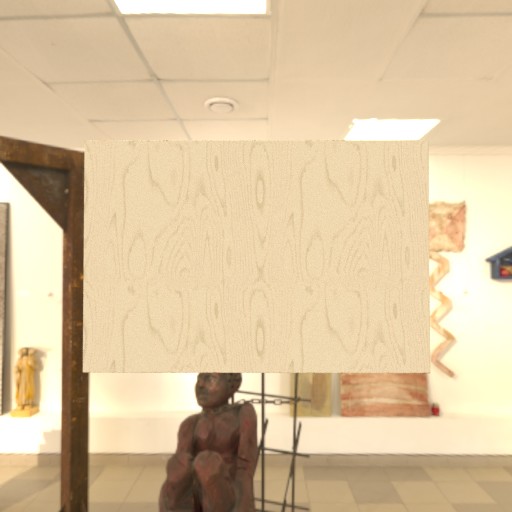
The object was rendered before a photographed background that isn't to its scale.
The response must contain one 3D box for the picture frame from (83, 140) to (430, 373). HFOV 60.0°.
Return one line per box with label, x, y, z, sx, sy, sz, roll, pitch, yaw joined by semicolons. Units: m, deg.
picture frame;0.000;0.000;1.234;0.950;0.640;0.029;0;-1;1
